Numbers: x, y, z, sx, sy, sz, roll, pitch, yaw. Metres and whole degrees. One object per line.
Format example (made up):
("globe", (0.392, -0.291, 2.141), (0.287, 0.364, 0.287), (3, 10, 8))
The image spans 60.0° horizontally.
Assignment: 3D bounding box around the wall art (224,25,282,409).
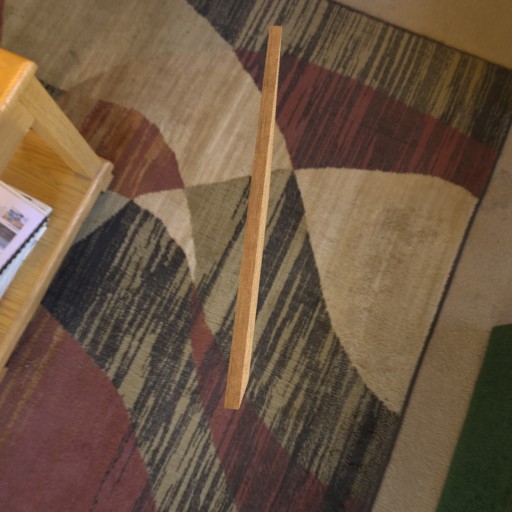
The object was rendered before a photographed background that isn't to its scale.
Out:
("wall art", (0.000, 0.000, 0.920), (0.018, 0.686, 0.534), (6, 77, 1))
